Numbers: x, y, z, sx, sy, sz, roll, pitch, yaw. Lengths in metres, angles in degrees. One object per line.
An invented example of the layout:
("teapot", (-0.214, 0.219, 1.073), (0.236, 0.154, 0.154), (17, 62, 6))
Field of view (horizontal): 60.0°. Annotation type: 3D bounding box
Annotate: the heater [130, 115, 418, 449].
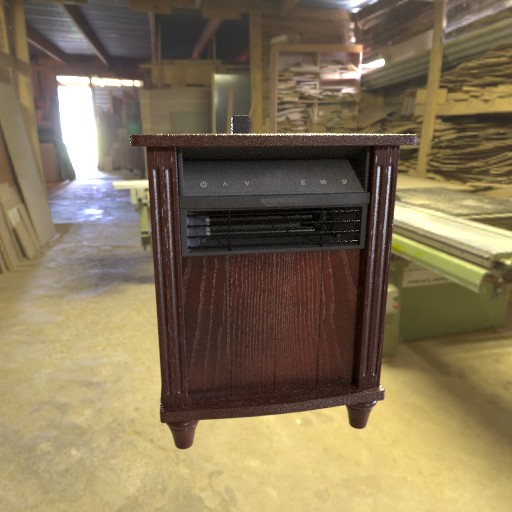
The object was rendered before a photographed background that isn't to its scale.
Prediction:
("heater", (0.000, 0.000, 0.775), (0.362, 0.481, 0.400), (-3, 16, -9))
